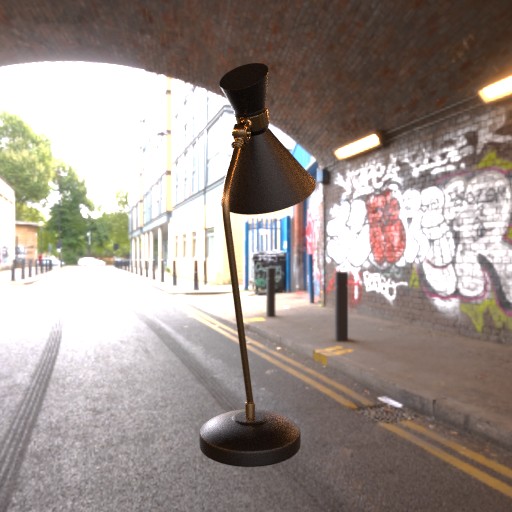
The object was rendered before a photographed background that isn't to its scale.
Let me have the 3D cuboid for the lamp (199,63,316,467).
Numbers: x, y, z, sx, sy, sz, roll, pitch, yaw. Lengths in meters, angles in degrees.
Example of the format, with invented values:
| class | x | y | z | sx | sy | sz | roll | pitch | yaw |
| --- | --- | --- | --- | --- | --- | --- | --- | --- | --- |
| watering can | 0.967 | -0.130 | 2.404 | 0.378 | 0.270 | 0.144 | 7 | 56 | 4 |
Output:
| class | x | y | z | sx | sy | sz | roll | pitch | yaw |
| --- | --- | --- | --- | --- | --- | --- | --- | --- | --- |
| lamp | 0.000 | 0.000 | 0.795 | 0.189 | 0.647 | 0.292 | 0 | 0 | 19 |
